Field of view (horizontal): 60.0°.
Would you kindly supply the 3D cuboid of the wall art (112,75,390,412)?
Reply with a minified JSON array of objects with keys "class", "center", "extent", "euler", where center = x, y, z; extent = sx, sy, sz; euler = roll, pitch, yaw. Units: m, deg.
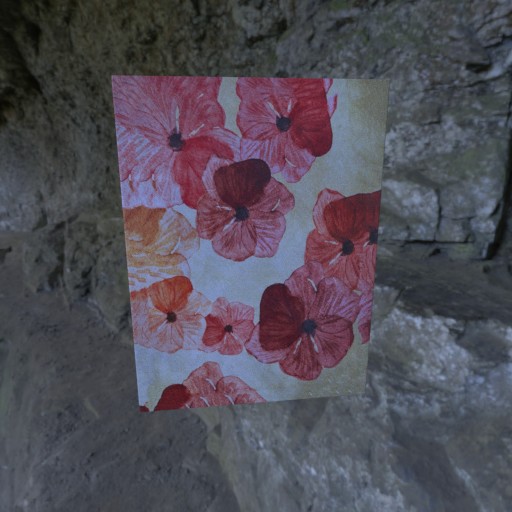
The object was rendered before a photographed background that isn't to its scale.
[{"class":"wall art","center":[0.000,0.000,1.356],"extent":[0.762,1.015,0.031],"euler":[-2,16,-8]}]
